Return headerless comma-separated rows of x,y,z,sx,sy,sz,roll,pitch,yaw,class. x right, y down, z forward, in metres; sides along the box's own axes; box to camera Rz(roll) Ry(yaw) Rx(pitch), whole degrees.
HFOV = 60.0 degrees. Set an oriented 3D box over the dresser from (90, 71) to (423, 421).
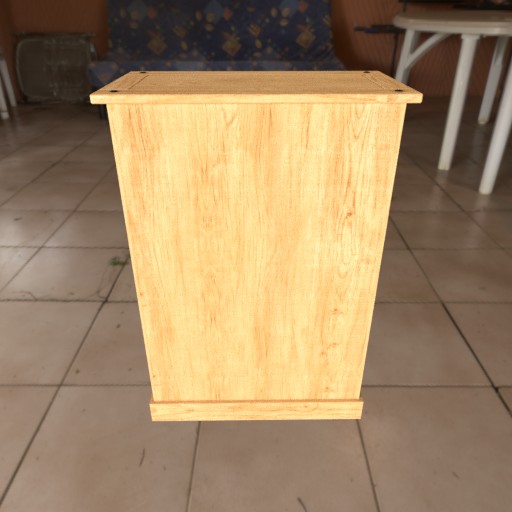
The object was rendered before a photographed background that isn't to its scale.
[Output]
0.000,0.000,1.743,0.915,1.300,0.485,0,30,-1,dresser
